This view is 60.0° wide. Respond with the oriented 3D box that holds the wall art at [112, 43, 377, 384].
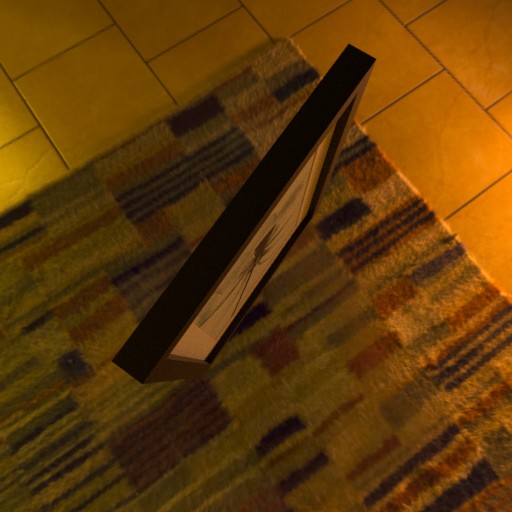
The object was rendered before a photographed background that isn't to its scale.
[{"bbox_3d":[0.000,0.000,0.538,0.029,0.381,0.330,34,78,8],"label":"wall art"}]
